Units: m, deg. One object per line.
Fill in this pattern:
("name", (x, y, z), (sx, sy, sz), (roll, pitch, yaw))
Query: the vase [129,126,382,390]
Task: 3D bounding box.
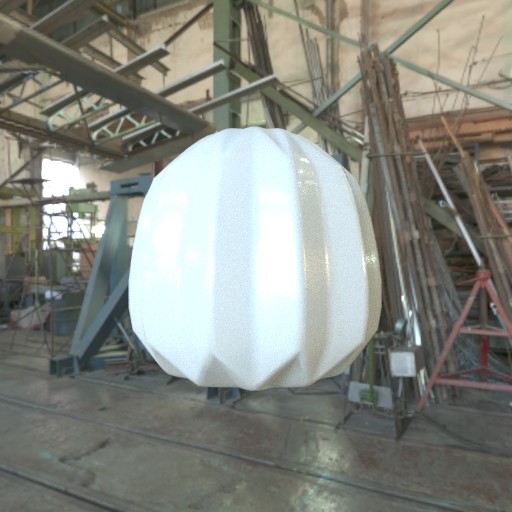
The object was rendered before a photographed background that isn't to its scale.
("vase", (0.000, 0.000, 0.252), (0.139, 0.134, 0.139), (0, -1, 0))
